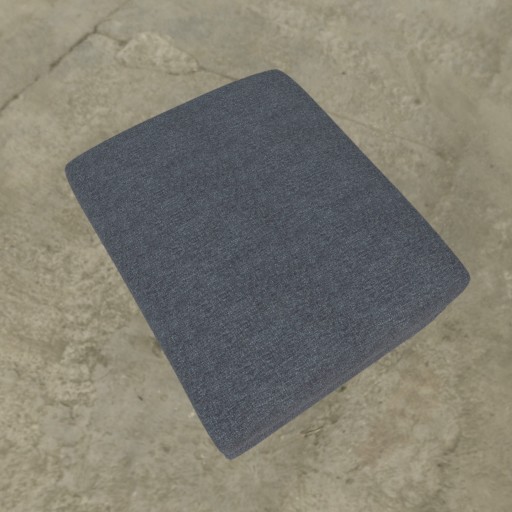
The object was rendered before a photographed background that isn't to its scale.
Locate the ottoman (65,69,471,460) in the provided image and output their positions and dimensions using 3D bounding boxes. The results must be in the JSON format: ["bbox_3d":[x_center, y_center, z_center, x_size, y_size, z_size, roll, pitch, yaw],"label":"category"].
[{"bbox_3d":[0.000,0.000,1.262,0.695,0.533,0.831,-30,67,-14],"label":"ottoman"}]
